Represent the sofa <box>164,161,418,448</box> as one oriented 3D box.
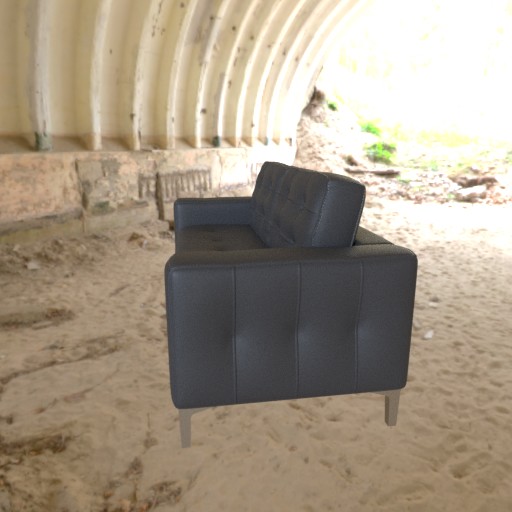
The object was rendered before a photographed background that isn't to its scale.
[{"bbox_3d":[0.000,0.000,2.230,0.833,0.893,1.726,-2,15,-9],"label":"sofa"}]
